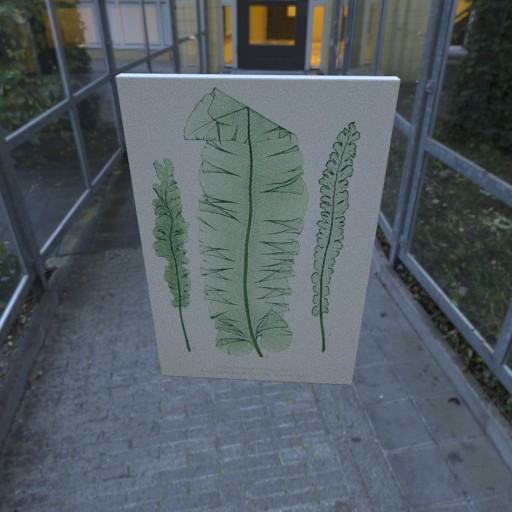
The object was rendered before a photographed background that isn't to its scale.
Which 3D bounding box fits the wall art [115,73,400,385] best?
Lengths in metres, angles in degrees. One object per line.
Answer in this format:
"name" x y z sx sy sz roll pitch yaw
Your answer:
"wall art" 0.000 0.000 1.202 0.610 0.914 0.038 2 31 3
